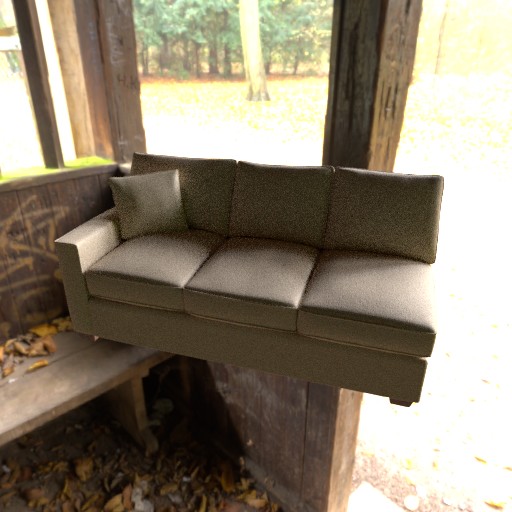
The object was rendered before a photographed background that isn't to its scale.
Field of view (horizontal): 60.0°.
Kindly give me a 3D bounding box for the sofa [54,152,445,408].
[{"bbox_3d":[0.000,0.000,2.574,1.962,0.946,1.034,8,27,16],"label":"sofa"}]
